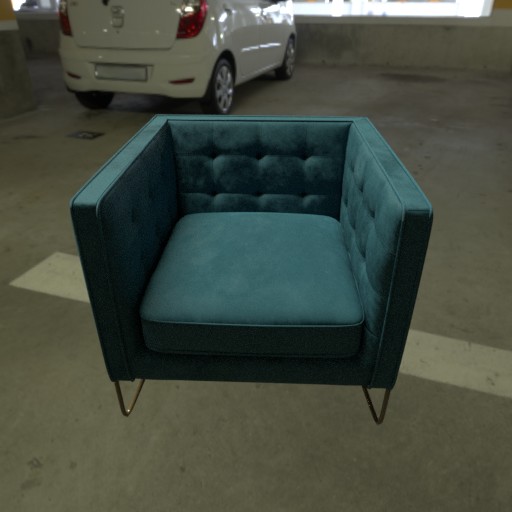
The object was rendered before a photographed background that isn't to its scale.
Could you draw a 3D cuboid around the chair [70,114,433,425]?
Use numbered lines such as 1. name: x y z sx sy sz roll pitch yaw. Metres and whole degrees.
1. chair: 0.000 0.000 1.581 0.880 0.790 0.894 1 30 2
